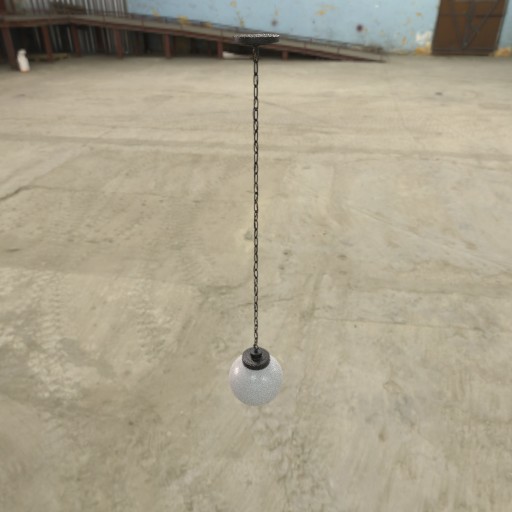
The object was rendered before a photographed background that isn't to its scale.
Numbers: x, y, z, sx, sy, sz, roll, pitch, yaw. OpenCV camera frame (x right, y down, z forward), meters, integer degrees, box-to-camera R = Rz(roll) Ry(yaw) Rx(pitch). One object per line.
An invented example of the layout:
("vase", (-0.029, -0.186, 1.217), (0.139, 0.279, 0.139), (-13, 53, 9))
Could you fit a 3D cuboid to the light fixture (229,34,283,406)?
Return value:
("light fixture", (0.000, 0.000, 2.093), (0.305, 1.867, 0.304), (22, 36, 33))
